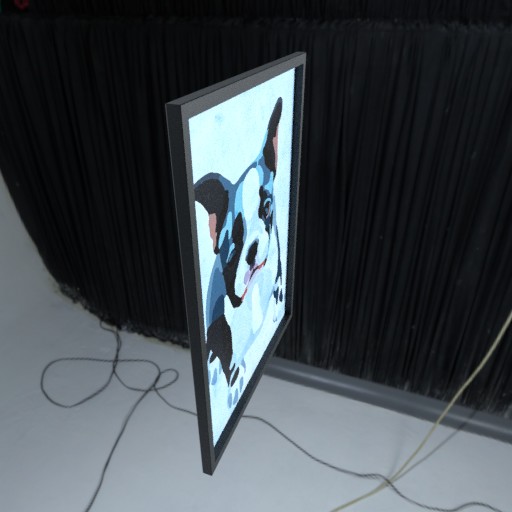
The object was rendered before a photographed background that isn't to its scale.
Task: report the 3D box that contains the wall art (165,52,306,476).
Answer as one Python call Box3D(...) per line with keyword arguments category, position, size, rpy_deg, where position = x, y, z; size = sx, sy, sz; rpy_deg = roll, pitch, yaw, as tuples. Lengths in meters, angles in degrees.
Box3D(category="wall art", position=(0.000, 0.000, 1.316), size=(0.030, 1.027, 0.774), rpy_deg=(11, 33, 18))
